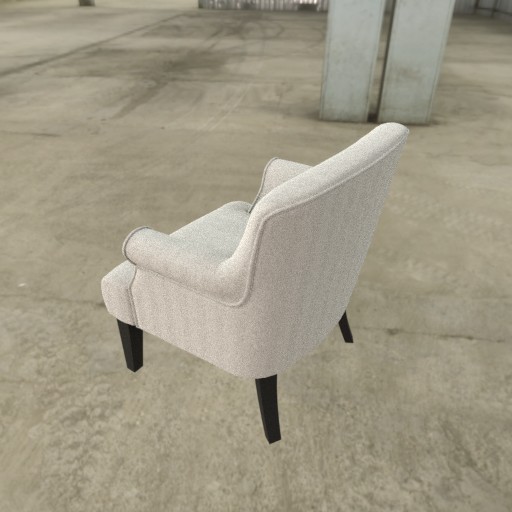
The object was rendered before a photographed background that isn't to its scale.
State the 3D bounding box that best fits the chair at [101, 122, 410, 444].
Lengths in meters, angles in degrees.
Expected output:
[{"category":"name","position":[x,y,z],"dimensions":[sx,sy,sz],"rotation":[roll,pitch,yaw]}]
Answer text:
[{"category":"chair","position":[0.000,0.000,1.465],"dimensions":[0.750,0.875,0.781],"rotation":[21,38,29]}]
